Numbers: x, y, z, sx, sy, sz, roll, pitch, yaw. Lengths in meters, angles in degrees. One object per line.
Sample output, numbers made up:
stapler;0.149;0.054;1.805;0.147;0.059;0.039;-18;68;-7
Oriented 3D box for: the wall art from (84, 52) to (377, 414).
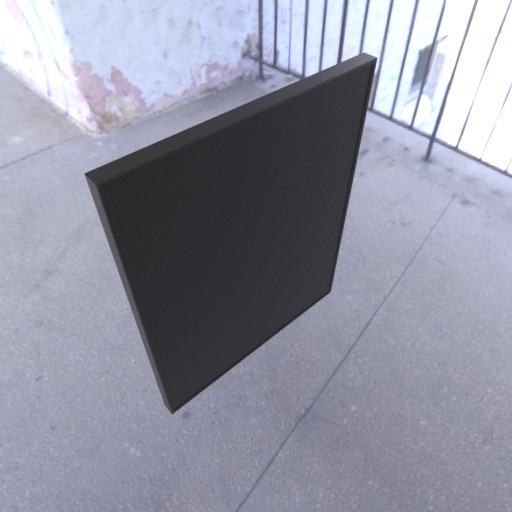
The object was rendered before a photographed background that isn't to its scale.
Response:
wall art;0.000;0.000;0.755;0.451;0.551;0.028;-33;55;-27
